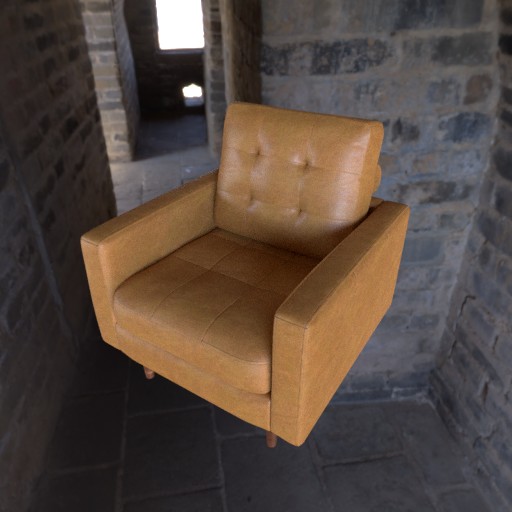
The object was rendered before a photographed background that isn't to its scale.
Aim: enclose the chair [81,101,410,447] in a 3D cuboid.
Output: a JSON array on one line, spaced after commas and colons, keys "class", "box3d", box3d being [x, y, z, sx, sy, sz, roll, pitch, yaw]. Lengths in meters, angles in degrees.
[{"class": "chair", "box3d": [0.000, 0.000, 1.544, 0.831, 0.896, 0.868, 18, 36, 28]}]
